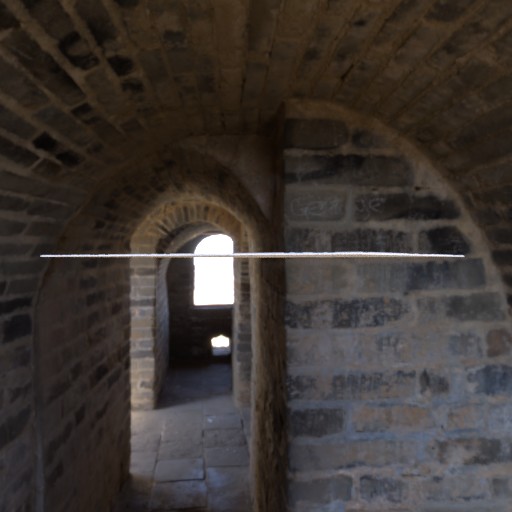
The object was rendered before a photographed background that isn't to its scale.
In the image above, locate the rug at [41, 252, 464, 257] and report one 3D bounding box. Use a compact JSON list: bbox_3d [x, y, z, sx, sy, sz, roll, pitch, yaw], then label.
[{"bbox_3d":[0.000,0.000,4.046,3.040,0.014,2.423,0,-1,36],"label":"rug"}]
